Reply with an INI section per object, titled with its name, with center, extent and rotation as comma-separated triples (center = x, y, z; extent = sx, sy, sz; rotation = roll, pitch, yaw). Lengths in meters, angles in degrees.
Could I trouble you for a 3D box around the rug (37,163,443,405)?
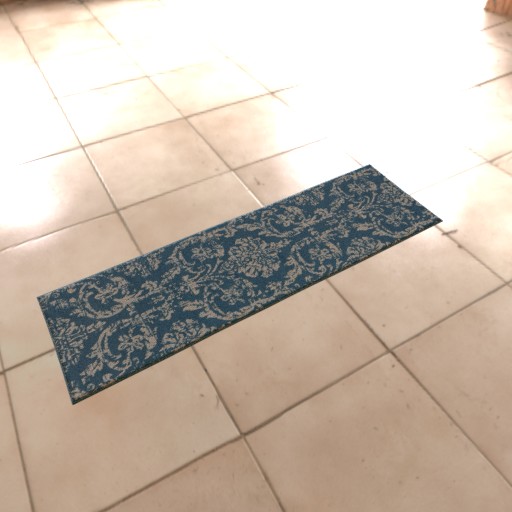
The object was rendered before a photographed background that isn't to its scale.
[rug]
center = 0.000, 0.000, 2.434
extent = 2.196, 0.011, 0.662
rotation = -24, 52, -20
